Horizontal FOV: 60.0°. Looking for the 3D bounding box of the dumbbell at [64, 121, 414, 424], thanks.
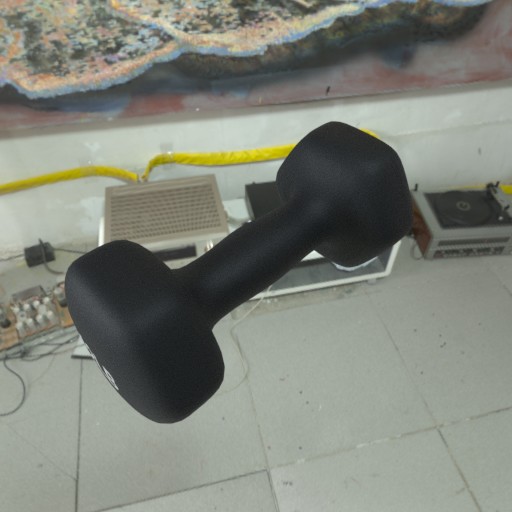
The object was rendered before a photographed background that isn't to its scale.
[{"bbox_3d":[0.000,0.000,0.291,0.231,0.101,0.112,-34,55,-28],"label":"dumbbell"}]
